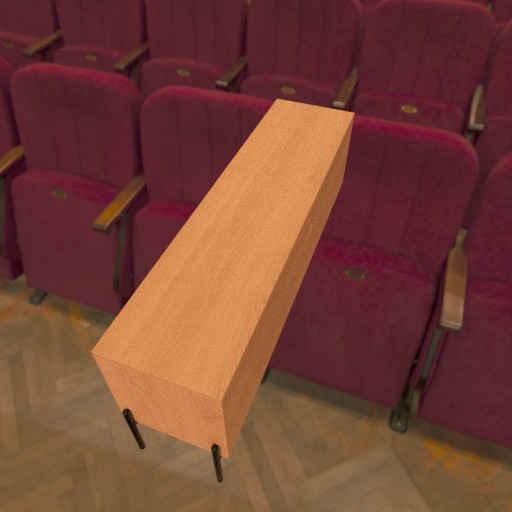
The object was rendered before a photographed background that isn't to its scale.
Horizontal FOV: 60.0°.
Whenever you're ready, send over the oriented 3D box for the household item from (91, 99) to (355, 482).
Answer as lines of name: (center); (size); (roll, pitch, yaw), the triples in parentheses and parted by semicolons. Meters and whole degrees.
household item: (0.000, 0.000, 1.835); (0.400, 0.600, 1.550); (16, 48, 14)
